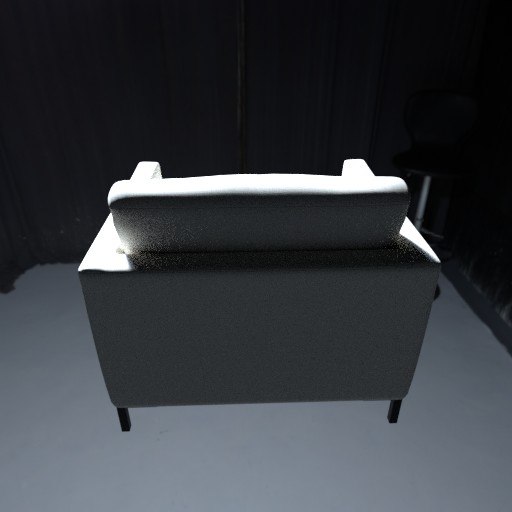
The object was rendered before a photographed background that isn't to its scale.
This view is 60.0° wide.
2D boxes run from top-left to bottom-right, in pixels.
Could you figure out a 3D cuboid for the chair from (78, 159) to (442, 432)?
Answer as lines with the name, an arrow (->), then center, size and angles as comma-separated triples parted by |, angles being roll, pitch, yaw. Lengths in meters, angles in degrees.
chair -> 0.000, 0.000, 1.601 | 0.964, 0.806, 0.875 | -1, 30, -2
